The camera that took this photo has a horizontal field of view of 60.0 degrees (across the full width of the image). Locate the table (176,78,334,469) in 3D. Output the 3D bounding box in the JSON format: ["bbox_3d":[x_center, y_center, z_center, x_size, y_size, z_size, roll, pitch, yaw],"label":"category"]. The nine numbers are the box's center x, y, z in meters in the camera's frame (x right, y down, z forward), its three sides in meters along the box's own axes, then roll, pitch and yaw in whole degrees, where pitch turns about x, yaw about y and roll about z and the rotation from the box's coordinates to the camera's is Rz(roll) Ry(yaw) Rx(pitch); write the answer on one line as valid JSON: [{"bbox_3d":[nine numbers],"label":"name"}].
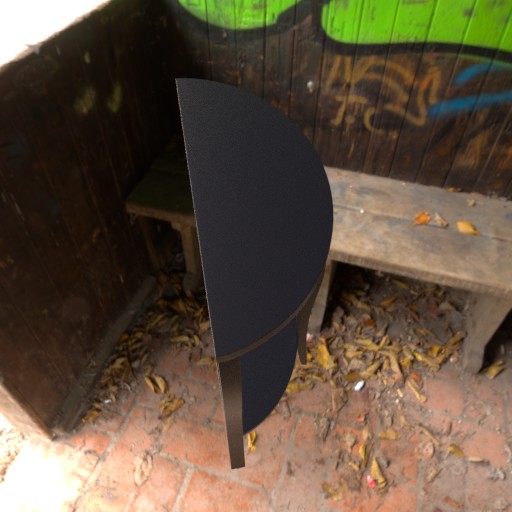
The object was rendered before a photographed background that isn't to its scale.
[{"bbox_3d":[0.000,0.000,1.595,0.394,0.780,1.219,-8,48,-7],"label":"table"}]
